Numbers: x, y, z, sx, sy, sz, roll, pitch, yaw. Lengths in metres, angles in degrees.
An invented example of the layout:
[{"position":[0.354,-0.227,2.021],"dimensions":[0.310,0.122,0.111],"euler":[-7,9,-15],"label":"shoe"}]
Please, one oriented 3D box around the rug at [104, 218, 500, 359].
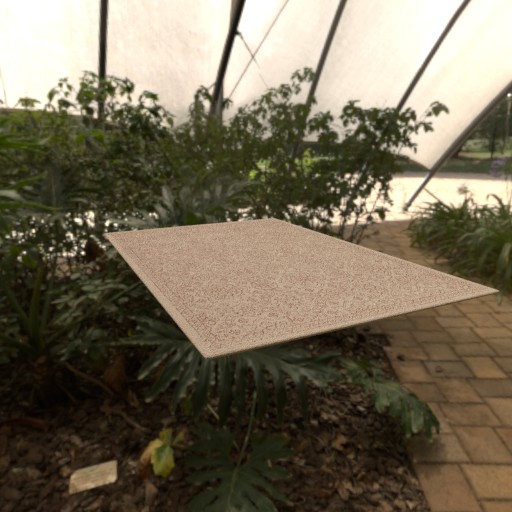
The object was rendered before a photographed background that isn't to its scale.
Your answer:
[{"position":[0.000,0.000,2.254],"dimensions":[1.219,0.010,1.829],"euler":[-7,17,-26],"label":"rug"}]
